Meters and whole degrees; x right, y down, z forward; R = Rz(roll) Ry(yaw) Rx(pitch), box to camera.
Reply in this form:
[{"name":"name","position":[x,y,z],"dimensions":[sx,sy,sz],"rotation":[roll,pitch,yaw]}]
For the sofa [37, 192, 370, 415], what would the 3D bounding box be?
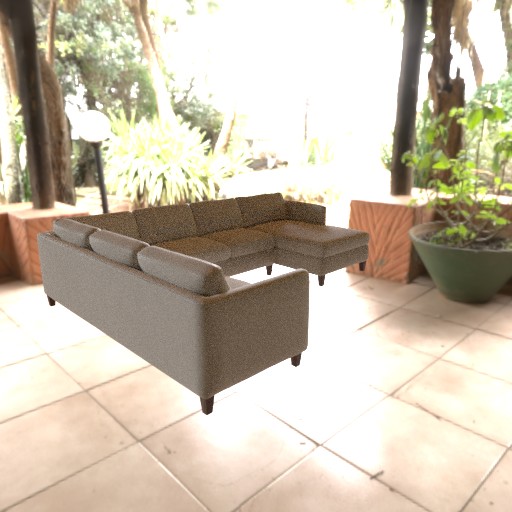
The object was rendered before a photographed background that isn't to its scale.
[{"name":"sofa","position":[0.000,0.000,4.345],"dimensions":[3.238,0.853,2.551],"rotation":[-14,21,-42]}]
